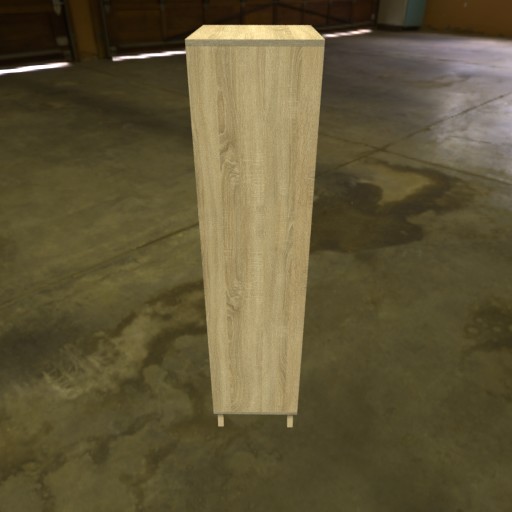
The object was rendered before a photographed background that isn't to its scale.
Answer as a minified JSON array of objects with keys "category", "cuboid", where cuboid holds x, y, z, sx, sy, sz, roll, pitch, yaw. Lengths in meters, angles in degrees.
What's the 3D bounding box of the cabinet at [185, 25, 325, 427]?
[{"category":"cabinet","cuboid":[0.000,0.000,2.160,0.450,1.960,0.510,0,32,1]}]
